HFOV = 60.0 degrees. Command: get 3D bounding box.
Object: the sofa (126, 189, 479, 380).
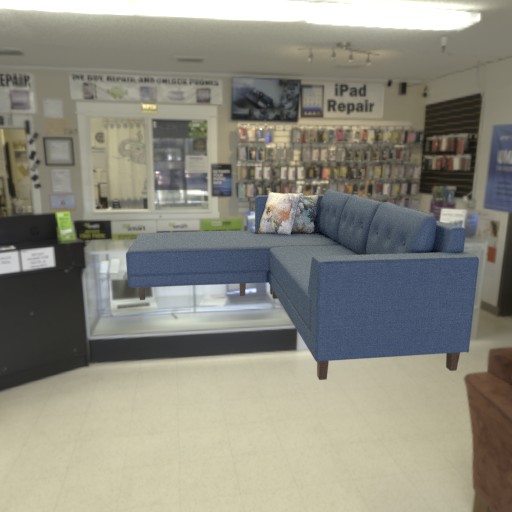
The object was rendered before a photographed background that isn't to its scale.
[{"bbox_3d":[0.000,0.000,3.029,1.829,0.787,2.120,-2,13,-8],"label":"sofa"}]
